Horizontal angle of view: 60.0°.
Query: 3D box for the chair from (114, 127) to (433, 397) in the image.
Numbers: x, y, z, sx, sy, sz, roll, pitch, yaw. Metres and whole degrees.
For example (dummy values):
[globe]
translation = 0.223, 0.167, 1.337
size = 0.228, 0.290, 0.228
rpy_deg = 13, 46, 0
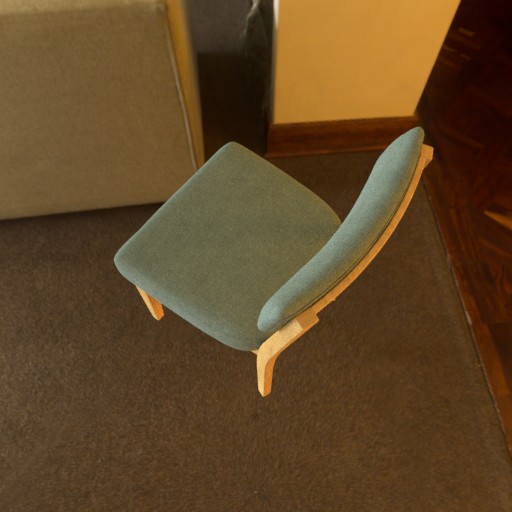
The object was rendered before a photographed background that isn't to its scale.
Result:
[chair]
translation = 0.000, 0.000, 1.187
size = 0.572, 0.832, 0.508
rpy_deg = 33, 67, 16
